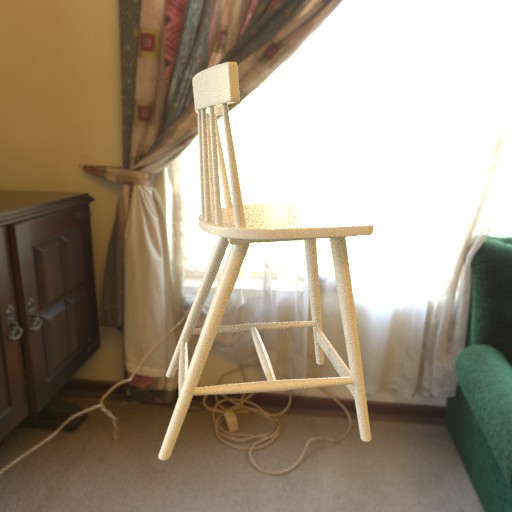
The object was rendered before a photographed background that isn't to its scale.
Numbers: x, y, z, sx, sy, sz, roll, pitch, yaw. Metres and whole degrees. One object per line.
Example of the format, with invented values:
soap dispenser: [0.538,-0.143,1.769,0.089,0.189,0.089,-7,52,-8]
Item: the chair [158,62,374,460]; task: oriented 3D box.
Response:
chair: [0.000,0.000,1.268,0.572,0.952,0.483,-2,14,-8]
